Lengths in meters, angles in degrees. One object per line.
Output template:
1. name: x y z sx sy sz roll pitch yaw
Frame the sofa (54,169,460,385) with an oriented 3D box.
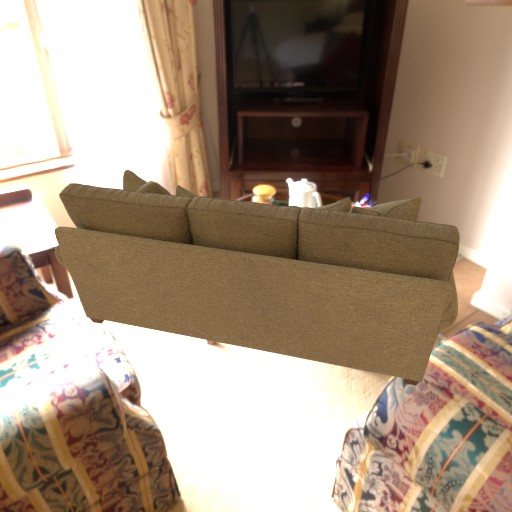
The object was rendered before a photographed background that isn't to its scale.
1. sofa: 0.000 0.000 2.819 2.312 0.975 0.965 8 33 13
